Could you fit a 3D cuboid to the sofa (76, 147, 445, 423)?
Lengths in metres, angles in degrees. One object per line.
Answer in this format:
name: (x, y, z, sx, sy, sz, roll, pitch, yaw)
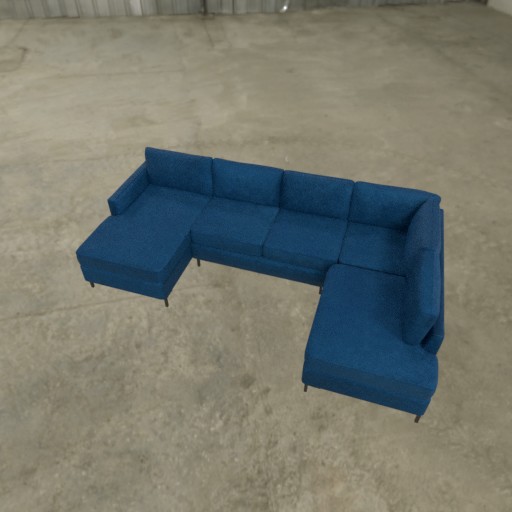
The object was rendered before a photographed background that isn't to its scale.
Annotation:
sofa: (0.000, 0.000, 4.339, 3.434, 0.992, 2.055, 12, 43, 13)
